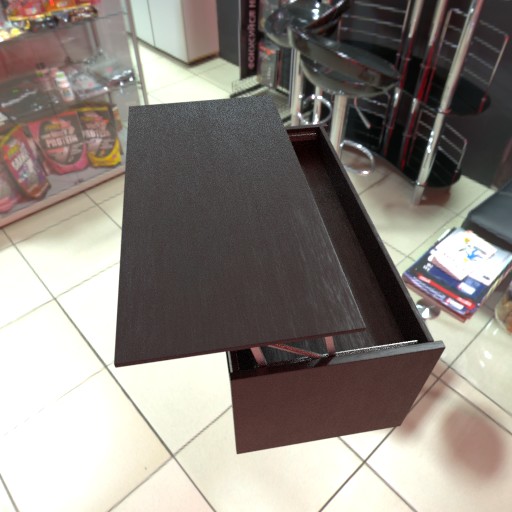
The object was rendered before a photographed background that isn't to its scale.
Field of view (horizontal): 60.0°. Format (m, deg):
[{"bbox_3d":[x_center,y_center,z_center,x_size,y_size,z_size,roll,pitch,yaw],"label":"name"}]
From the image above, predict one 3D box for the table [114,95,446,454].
[{"bbox_3d":[0.000,0.000,1.421,0.712,0.570,1.000,-7,47,-7],"label":"table"}]
